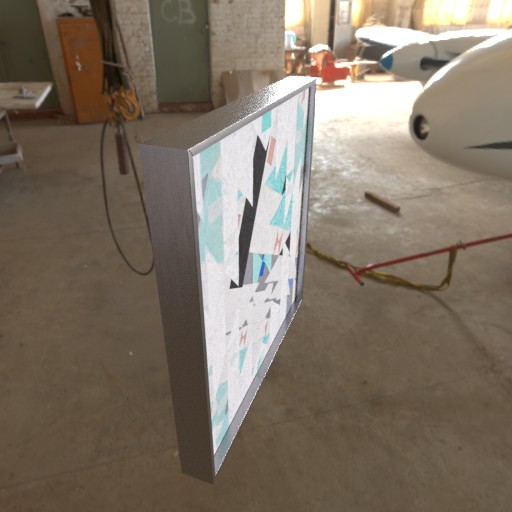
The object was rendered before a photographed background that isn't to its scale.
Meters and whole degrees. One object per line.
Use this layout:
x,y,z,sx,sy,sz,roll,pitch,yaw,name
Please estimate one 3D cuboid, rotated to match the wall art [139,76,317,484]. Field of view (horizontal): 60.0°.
0.000,0.000,0.519,0.038,0.350,0.350,10,31,18,wall art
